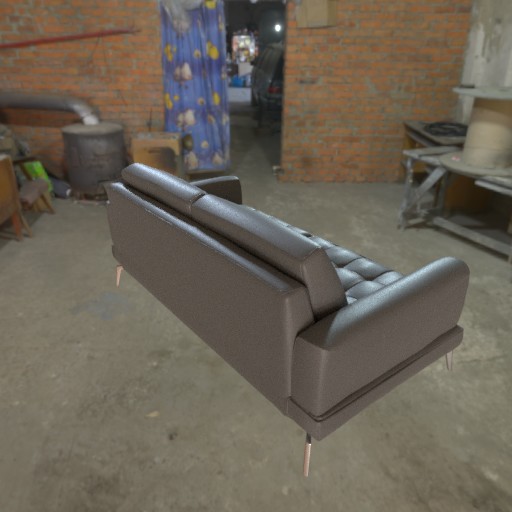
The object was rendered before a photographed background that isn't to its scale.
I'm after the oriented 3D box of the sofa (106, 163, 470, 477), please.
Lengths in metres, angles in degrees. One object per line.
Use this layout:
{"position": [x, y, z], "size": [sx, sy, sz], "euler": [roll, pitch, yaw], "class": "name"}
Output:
{"position": [0.000, 0.000, 2.685], "size": [1.121, 0.930, 2.177], "euler": [-18, 31, -33], "class": "sofa"}
